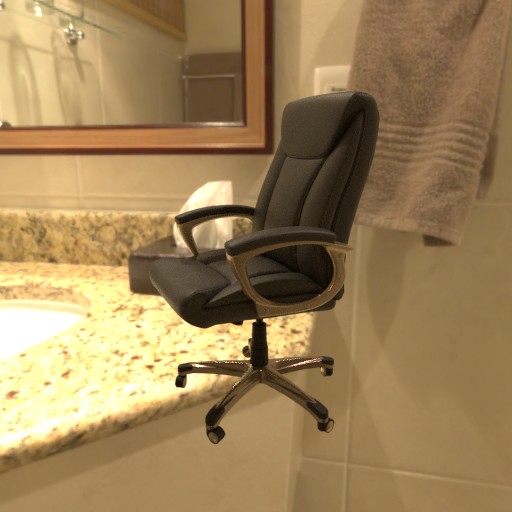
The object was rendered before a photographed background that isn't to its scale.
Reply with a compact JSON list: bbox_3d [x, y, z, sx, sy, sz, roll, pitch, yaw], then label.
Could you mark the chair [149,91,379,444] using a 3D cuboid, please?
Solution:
[{"bbox_3d":[0.000,0.000,1.693,0.748,1.188,0.694,-7,16,-25],"label":"chair"}]
